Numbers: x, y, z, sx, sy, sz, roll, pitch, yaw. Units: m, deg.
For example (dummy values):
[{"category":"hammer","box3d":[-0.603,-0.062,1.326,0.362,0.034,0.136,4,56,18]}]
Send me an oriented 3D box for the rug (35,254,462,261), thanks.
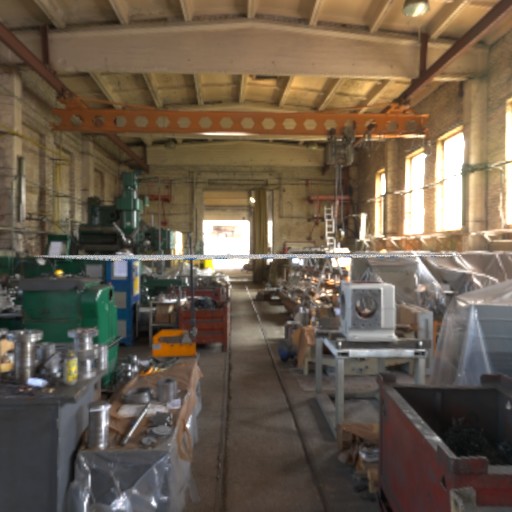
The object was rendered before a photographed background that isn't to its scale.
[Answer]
[{"category":"rug","box3d":[0.000,0.000,2.975,2.439,0.008,1.531,0,1,-36]}]
